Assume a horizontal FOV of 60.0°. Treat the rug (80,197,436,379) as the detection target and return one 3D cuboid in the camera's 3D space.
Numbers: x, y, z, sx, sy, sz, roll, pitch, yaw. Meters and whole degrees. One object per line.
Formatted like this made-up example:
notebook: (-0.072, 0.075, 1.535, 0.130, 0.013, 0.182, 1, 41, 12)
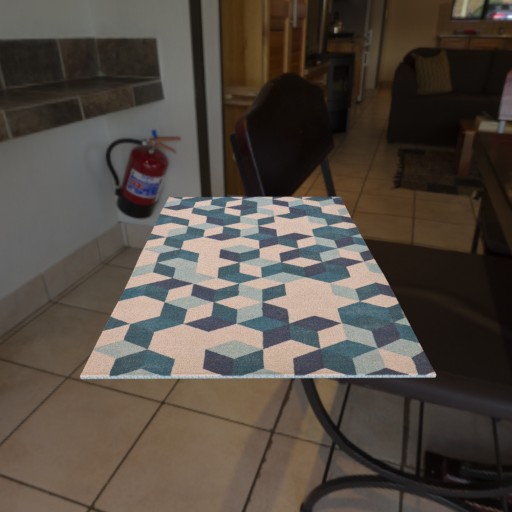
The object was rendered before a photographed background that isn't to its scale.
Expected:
rug: (0.000, 0.000, 2.331, 1.235, 0.014, 1.829, 0, 27, 0)
